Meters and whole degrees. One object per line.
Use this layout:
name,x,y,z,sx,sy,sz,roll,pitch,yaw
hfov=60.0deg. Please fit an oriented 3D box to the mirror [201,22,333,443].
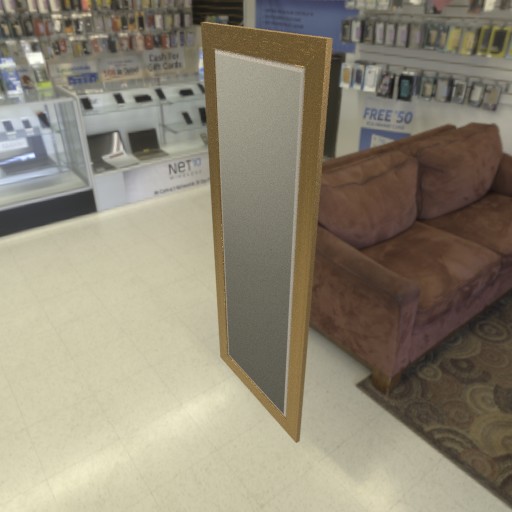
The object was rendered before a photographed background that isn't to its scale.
mirror,0.000,0.000,2.221,0.025,2.031,0.812,-20,37,-29
